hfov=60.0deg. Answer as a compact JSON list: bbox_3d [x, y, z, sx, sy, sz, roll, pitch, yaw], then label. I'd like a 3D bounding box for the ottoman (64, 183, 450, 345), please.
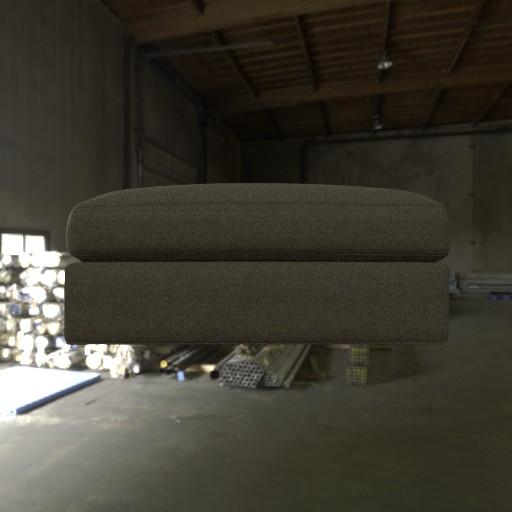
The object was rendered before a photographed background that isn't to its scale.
[{"bbox_3d":[0.000,0.000,1.670,1.041,0.470,1.041,0,0,0],"label":"ottoman"}]
